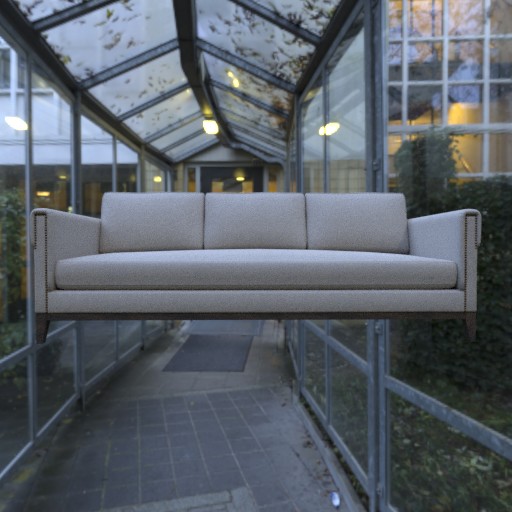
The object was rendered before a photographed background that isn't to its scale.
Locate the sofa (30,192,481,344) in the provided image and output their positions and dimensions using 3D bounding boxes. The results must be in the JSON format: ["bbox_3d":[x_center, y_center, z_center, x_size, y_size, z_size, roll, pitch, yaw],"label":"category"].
[{"bbox_3d":[0.000,0.000,2.633,2.210,0.838,0.959,0,1,-1],"label":"sofa"}]
